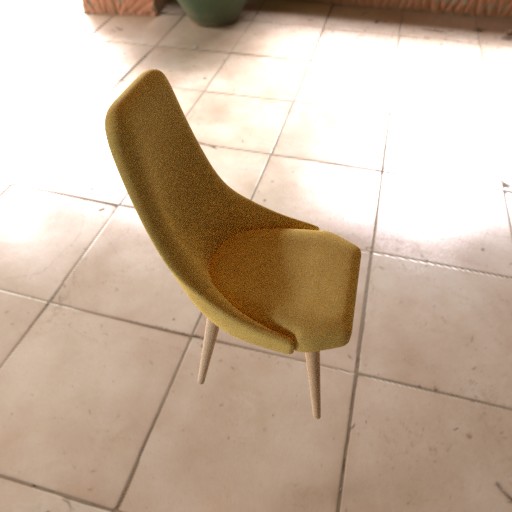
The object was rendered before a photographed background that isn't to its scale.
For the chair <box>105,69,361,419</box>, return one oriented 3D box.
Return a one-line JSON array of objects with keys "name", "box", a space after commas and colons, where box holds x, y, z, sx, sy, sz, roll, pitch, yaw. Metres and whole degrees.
[{"name": "chair", "box": [0.000, 0.000, 1.403, 0.660, 1.040, 0.510, 10, 47, 10]}]
